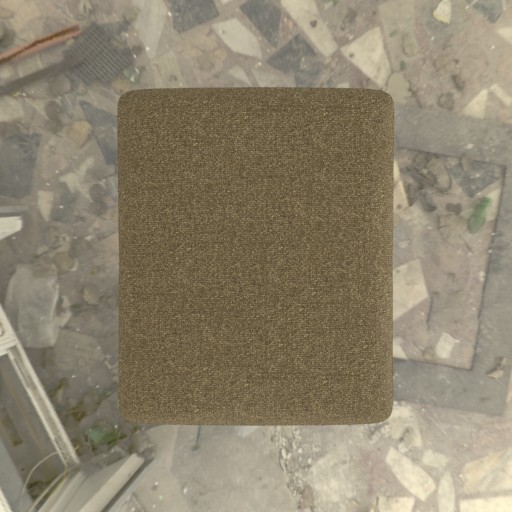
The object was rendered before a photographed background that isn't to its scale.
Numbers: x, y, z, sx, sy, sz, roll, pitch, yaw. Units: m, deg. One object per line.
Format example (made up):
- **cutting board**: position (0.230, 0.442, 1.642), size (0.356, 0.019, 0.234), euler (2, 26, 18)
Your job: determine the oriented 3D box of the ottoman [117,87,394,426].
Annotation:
- **ottoman**: position (0.000, 0.000, 1.120), size (0.598, 0.476, 0.742), euler (0, 91, 0)
